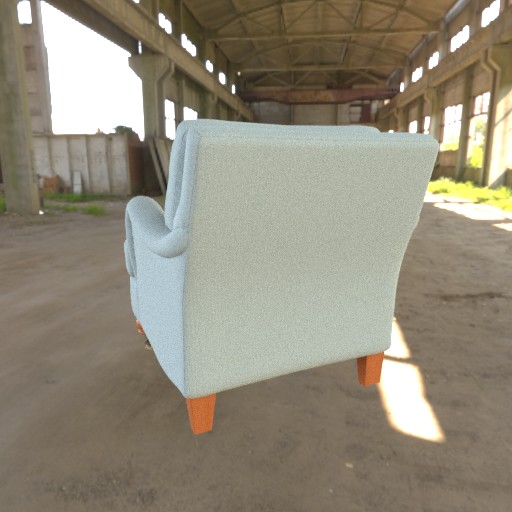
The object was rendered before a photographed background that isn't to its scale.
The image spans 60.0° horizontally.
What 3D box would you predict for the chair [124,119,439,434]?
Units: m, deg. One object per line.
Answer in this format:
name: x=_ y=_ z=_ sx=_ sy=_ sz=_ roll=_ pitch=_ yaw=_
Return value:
chair: x=0.000 y=0.000 z=1.860 sx=0.955 sy=1.038 sz=1.070 roll=-6 pitch=14 yaw=-26
